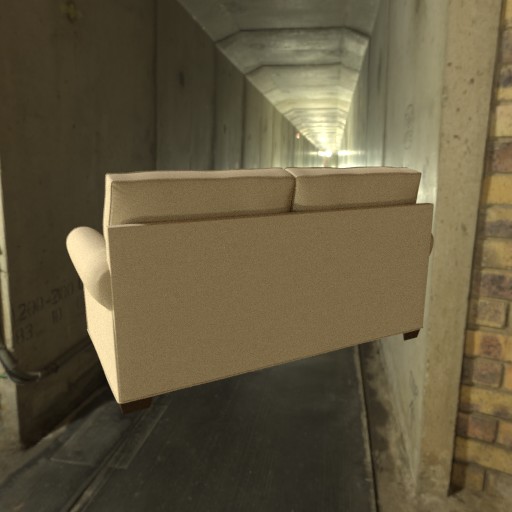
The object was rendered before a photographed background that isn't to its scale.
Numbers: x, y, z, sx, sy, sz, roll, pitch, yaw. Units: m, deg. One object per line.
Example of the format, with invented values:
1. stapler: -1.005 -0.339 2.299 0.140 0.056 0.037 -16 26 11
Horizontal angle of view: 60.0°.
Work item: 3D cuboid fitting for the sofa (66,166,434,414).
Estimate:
1. sofa: 0.000 0.000 2.333 1.774 0.933 0.861 -7 15 -27
